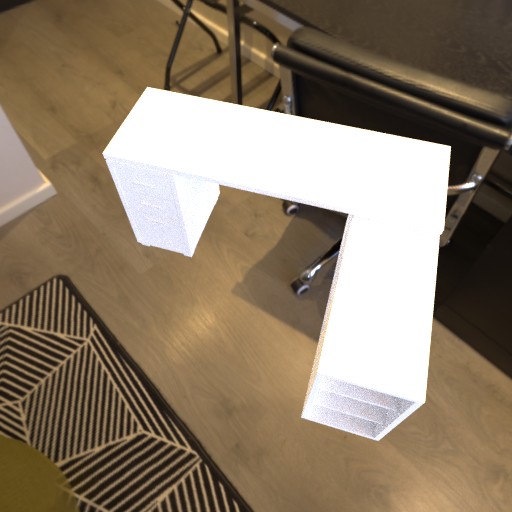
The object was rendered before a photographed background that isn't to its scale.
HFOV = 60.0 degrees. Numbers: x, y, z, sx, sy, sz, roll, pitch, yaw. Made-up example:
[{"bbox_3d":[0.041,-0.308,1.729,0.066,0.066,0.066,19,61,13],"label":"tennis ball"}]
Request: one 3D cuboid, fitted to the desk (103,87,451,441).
[{"bbox_3d":[0.000,0.000,2.177,1.524,0.759,1.199,14,58,9],"label":"desk"}]
